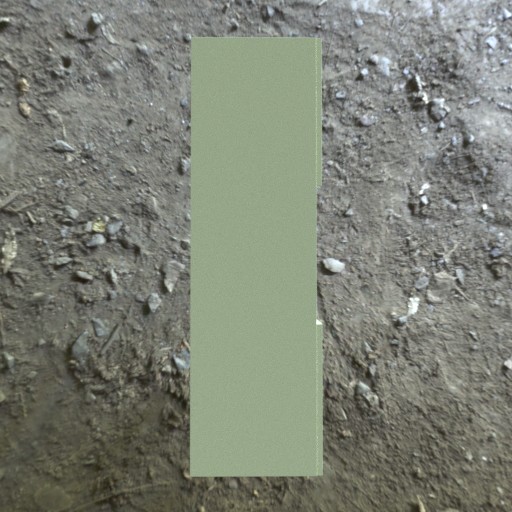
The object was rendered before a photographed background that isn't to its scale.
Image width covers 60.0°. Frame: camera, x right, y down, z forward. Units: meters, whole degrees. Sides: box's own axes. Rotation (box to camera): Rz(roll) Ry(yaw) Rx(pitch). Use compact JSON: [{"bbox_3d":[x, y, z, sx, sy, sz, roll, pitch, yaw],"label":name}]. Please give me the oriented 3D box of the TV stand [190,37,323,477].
[{"bbox_3d":[0.000,0.000,1.568,0.420,0.310,1.400,0,89,0],"label":"TV stand"}]
